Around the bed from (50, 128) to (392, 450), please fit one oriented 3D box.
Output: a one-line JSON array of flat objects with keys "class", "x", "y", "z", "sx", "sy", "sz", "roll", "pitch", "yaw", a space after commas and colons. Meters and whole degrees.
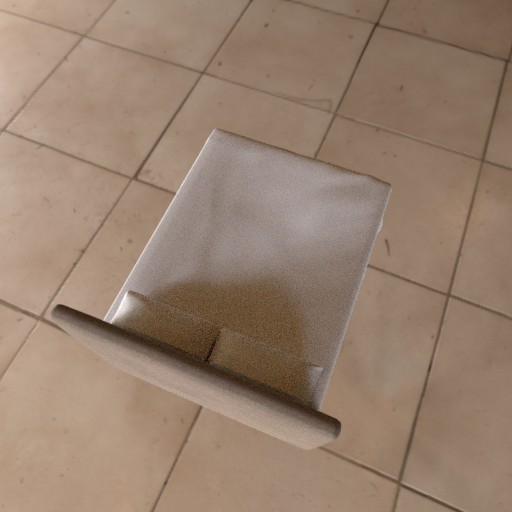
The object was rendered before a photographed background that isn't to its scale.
[{"class": "bed", "x": 0.000, "y": 0.000, "z": 3.266, "sx": 1.723, "sy": 1.330, "sz": 2.142, "roll": 20, "pitch": 66, "yaw": 9}]
